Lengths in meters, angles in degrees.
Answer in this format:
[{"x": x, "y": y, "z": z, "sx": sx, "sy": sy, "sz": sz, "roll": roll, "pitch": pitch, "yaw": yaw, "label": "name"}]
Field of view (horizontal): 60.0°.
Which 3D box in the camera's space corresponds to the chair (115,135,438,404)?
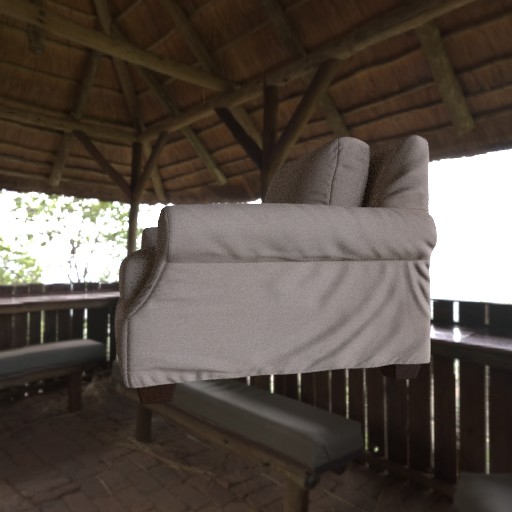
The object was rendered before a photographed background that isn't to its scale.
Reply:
[{"x": 0.000, "y": 0.000, "z": 1.761, "sx": 1.066, "sy": 0.866, "sz": 0.940, "roll": 0, "pitch": -1, "yaw": -18, "label": "chair"}]
